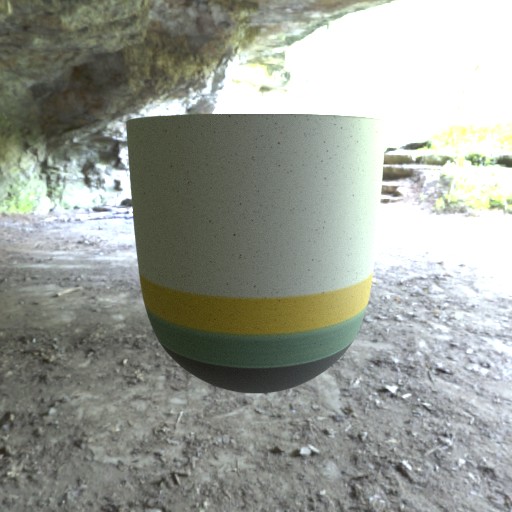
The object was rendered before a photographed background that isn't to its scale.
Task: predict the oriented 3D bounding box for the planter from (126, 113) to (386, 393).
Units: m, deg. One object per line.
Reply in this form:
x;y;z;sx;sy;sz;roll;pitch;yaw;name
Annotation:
0.000;0.000;0.370;0.195;0.214;0.195;0;14;0;planter
